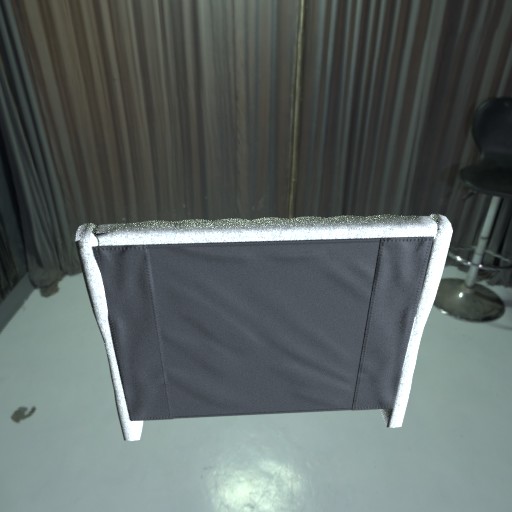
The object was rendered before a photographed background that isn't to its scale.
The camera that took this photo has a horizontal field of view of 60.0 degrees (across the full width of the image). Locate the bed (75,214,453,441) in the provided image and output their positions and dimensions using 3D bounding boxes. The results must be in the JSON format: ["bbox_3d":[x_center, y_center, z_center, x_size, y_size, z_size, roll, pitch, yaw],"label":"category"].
[{"bbox_3d":[0.000,0.000,3.921,2.219,1.771,2.347,-2,32,-3],"label":"bed"}]
